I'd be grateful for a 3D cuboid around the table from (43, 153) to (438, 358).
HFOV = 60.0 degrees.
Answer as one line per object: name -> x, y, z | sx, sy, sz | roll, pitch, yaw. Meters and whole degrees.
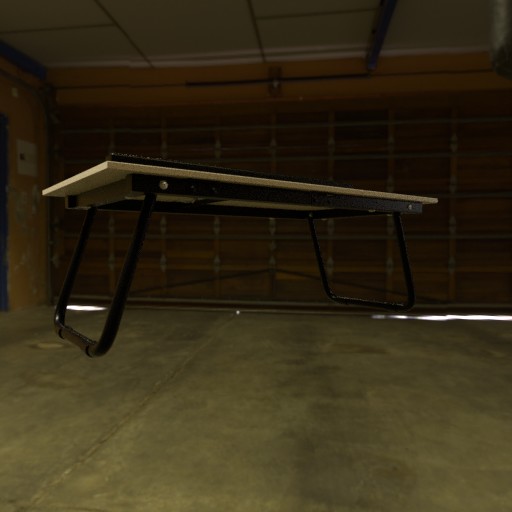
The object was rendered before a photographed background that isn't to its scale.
table -> 0.000, 0.000, 0.800 | 0.644, 0.242, 0.322 | -1, 2, -37
